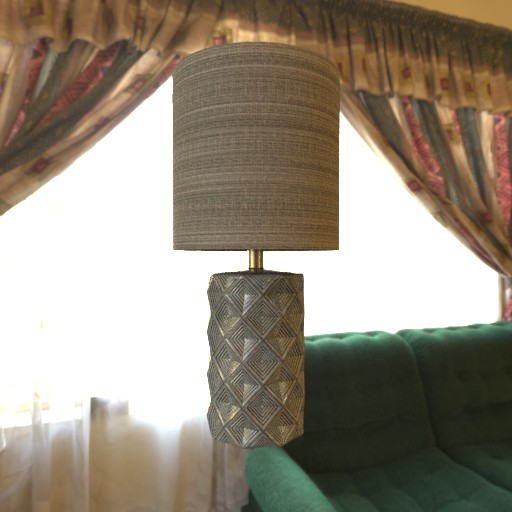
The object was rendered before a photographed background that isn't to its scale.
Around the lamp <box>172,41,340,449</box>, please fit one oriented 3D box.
[{"bbox_3d":[0.000,0.000,0.719,0.269,0.566,0.268,0,0,-36],"label":"lamp"}]
